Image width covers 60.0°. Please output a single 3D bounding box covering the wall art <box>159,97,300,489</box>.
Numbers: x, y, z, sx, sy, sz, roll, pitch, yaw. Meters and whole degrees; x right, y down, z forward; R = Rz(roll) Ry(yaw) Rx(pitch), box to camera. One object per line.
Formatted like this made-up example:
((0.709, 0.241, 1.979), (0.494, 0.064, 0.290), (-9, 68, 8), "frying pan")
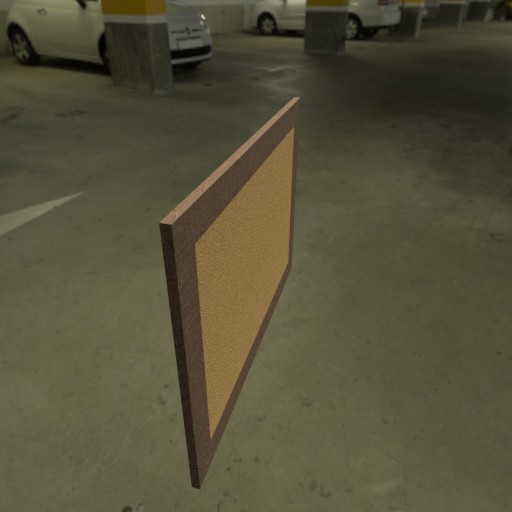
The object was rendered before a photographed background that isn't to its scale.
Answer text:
((0.000, 0.000, 1.161), (0.019, 0.626, 0.917), (8, 32, 14), "wall art")
